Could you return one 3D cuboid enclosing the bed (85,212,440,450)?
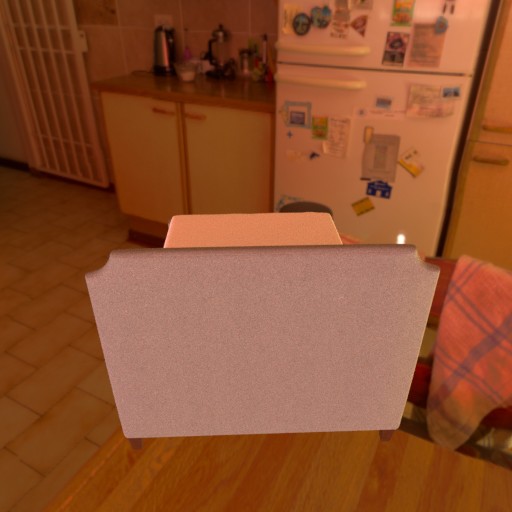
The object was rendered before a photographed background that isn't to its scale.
[{"bbox_3d":[0.000,0.000,3.404,1.712,1.443,2.372,-1,31,-2],"label":"bed"}]
